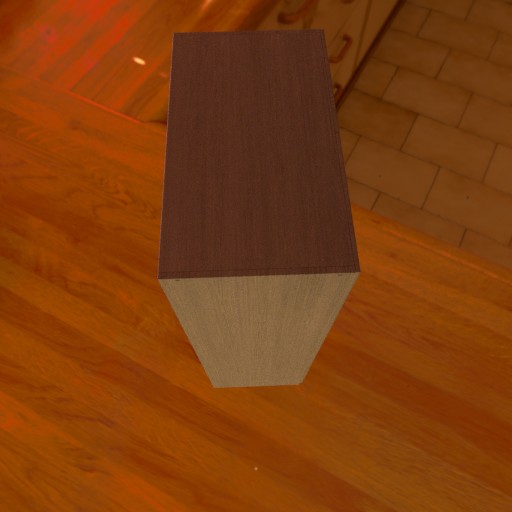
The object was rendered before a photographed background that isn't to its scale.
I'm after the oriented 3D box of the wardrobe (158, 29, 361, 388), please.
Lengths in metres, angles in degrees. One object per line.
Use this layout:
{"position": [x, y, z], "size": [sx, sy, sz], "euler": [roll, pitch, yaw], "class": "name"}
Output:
{"position": [0.000, 0.000, 2.247], "size": [0.577, 1.808, 0.991], "euler": [-2, 64, -1], "class": "wardrobe"}
